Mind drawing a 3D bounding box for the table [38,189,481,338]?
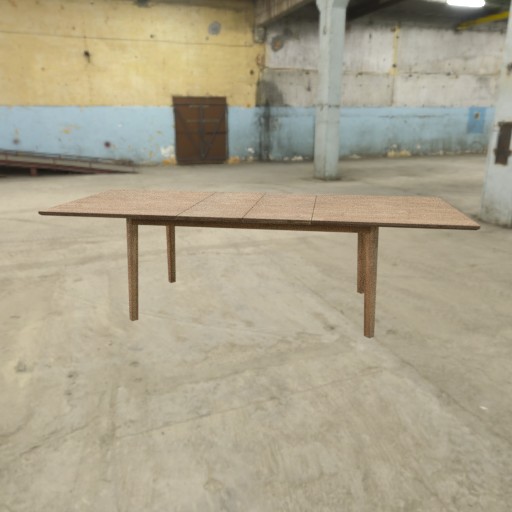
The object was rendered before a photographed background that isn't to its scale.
[{"bbox_3d":[0.000,0.000,3.156,2.603,0.752,1.000,3,17,9],"label":"table"}]
